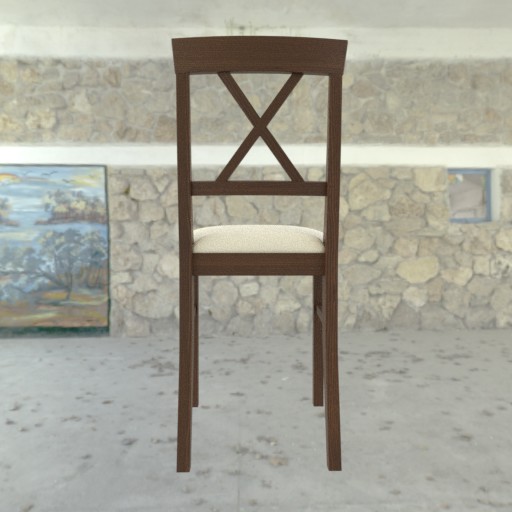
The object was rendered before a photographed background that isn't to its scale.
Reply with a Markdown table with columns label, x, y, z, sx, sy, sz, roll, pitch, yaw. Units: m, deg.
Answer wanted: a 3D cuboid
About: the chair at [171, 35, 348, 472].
| label | x | y | z | sx | sy | sz | roll | pitch | yaw |
| --- | --- | --- | --- | --- | --- | --- | --- | --- | --- |
| chair | 0.000 | 0.000 | 1.153 | 0.440 | 0.913 | 0.480 | 0 | 0 | -1 |
